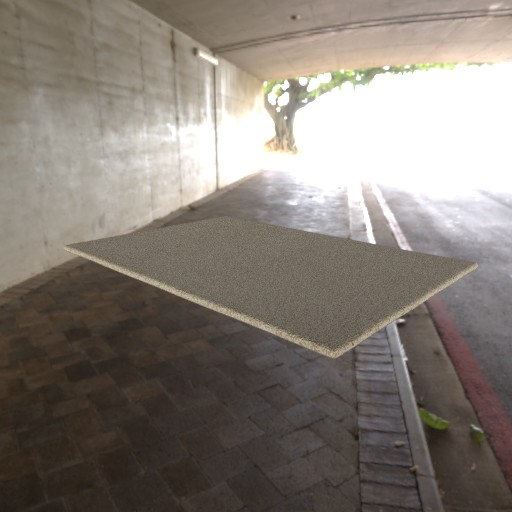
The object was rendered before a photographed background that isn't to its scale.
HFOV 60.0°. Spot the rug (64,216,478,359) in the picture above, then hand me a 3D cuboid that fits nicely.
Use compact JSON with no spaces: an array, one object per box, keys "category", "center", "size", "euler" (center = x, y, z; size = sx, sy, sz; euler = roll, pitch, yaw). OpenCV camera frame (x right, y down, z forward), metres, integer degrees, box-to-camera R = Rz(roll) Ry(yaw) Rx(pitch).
[{"category":"rug","center":[0.000,0.000,2.279],"size":[1.778,0.030,1.219],"euler":[14,21,41]}]
